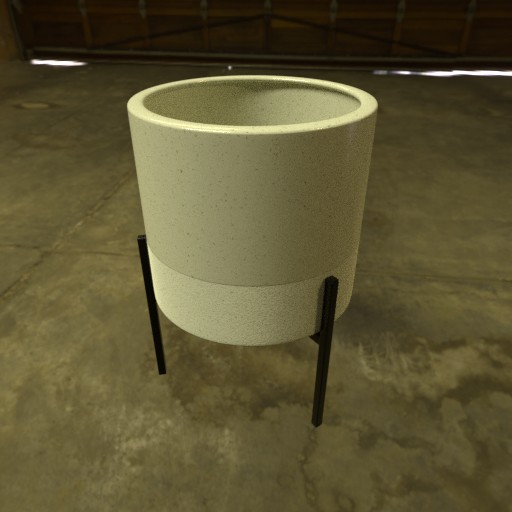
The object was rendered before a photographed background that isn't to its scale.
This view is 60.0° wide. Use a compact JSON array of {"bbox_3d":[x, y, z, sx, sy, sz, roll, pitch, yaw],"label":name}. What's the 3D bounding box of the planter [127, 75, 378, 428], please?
[{"bbox_3d":[0.000,0.000,0.333,0.152,0.230,0.159,-22,38,-31],"label":"planter"}]
